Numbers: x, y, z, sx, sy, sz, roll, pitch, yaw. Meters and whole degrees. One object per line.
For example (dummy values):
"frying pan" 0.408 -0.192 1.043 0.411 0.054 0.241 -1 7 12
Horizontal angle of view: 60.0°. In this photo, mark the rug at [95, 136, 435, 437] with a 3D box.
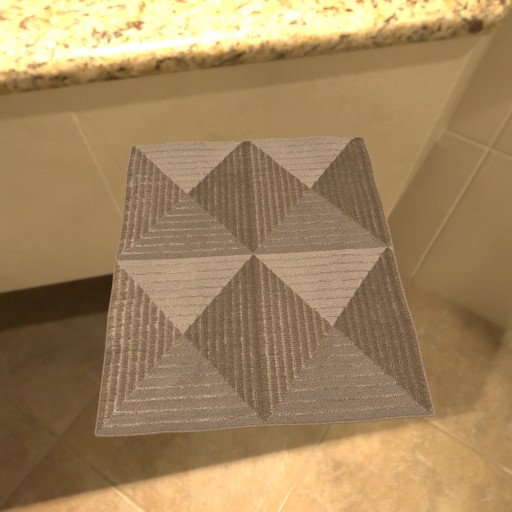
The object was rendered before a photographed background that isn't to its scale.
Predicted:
"rug" 0.000 0.000 0.870 0.551 0.008 0.642 -3 58 -2
